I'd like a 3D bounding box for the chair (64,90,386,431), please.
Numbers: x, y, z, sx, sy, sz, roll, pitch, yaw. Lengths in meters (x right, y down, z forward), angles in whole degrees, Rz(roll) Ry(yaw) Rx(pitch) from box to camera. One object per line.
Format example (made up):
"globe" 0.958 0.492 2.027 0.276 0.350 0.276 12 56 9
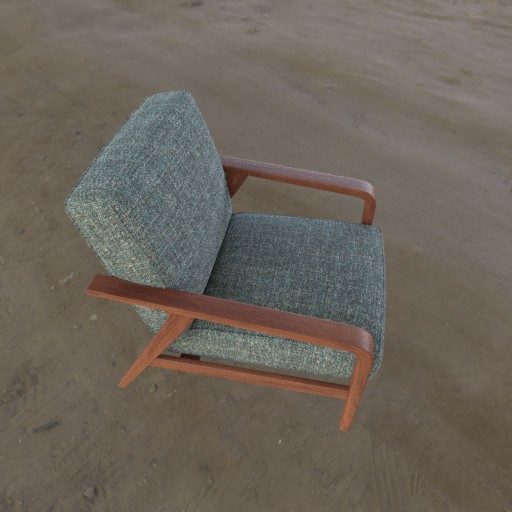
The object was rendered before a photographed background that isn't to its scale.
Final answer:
"chair" 0.000 0.000 1.487 0.889 0.864 0.719 8 46 8
